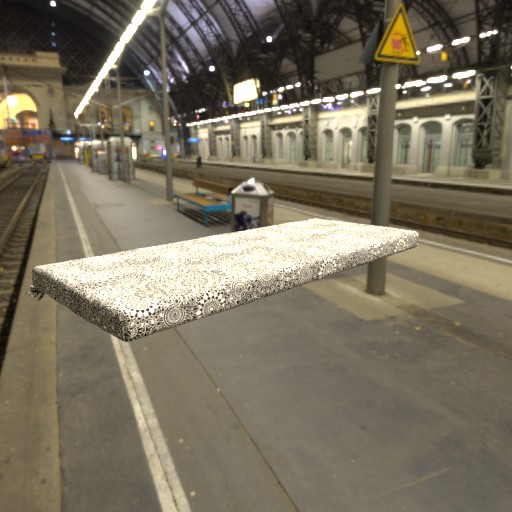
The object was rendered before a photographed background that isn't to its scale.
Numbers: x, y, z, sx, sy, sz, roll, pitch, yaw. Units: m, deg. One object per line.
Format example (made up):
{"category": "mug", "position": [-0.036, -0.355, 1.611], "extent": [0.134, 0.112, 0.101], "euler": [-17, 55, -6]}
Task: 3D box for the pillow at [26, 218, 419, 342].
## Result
{"category": "pillow", "position": [0.000, 0.000, 1.330], "extent": [0.492, 0.081, 1.187], "euler": [13, 19, 43]}
